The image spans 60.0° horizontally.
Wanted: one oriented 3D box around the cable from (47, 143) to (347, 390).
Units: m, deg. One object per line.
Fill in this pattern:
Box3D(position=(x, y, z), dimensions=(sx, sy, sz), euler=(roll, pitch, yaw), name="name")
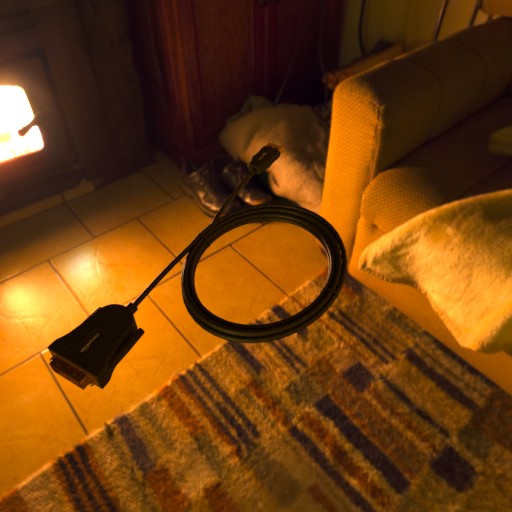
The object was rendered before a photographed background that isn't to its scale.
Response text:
Box3D(position=(0.000, 0.000, 0.328), dimensions=(0.136, 0.015, 0.281), euler=(22, 49, 20), name="cable")
